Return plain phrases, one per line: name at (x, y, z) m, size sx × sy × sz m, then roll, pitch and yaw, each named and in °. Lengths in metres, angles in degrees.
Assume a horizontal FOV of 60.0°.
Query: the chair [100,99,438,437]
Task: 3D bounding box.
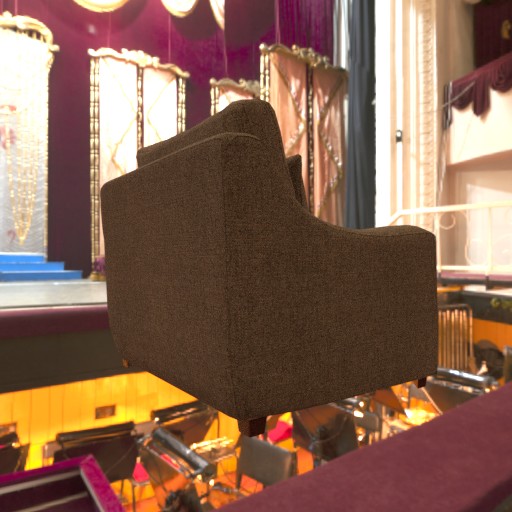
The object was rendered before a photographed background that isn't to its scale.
chair at (0.000, 0.000, 1.909) m, size 1.009 × 1.037 × 1.138 m, roll 0°, pitch 0°, yaw -36°
